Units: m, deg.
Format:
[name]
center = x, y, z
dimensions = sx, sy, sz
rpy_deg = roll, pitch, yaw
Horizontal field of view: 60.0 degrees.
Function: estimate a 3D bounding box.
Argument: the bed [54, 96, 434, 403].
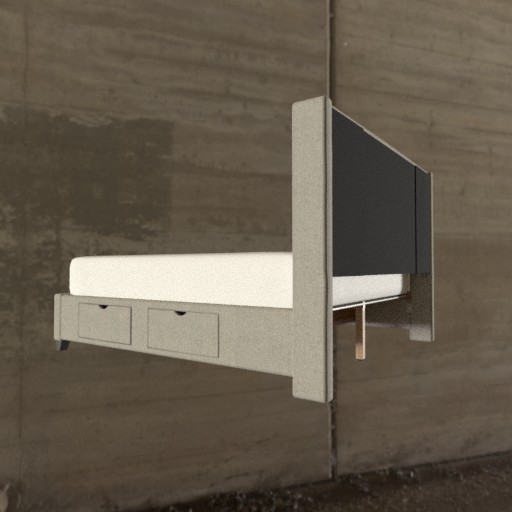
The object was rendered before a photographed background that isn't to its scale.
[bed]
center = 0.000, 0.000, 3.610
dimensions = 2.280, 1.470, 2.140
rpy_deg = -1, -2, 35
